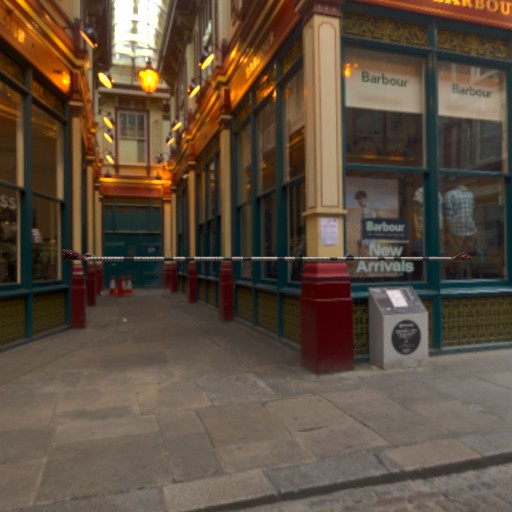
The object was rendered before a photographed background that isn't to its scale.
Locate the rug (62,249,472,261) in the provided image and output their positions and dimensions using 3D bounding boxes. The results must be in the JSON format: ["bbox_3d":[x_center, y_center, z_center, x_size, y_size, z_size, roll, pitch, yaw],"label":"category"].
[{"bbox_3d":[0.000,0.000,3.481,2.672,0.066,1.741,0,0,-19],"label":"rug"}]
